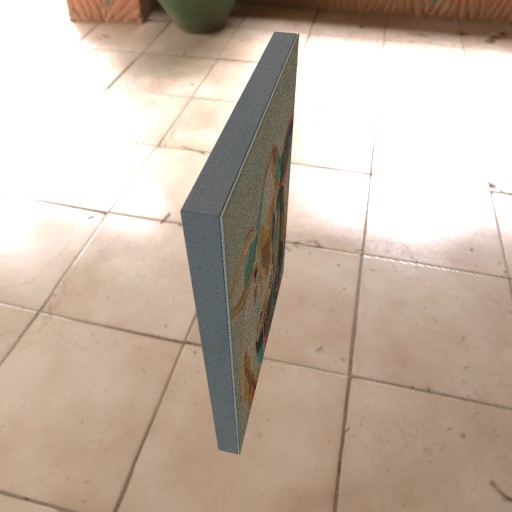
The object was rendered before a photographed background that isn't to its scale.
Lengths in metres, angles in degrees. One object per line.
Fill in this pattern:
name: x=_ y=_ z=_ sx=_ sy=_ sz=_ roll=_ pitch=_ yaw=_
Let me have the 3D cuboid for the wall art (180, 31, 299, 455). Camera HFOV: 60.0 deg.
wall art: x=0.000 y=0.000 z=0.679 sx=0.037 sy=0.509 sz=0.409 roll=9 pitch=47 yaw=9
